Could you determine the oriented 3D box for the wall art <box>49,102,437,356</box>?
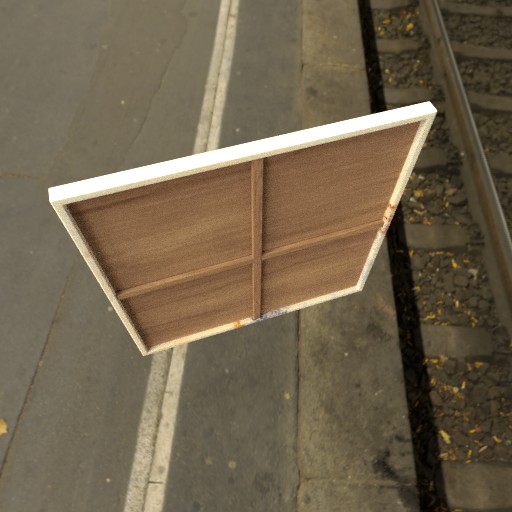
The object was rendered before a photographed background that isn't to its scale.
[{"bbox_3d":[0.000,0.000,1.352,0.889,0.889,0.038,-15,59,-10],"label":"wall art"}]
